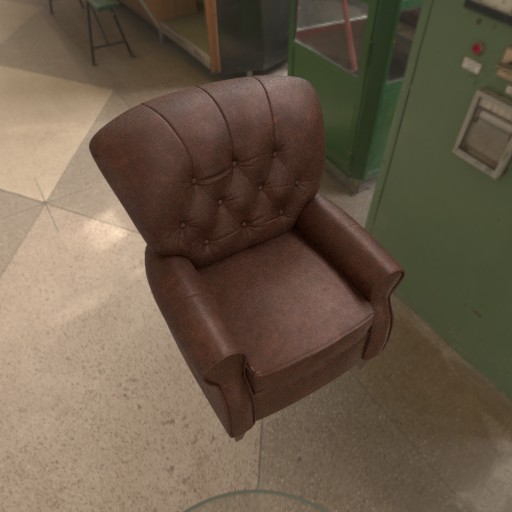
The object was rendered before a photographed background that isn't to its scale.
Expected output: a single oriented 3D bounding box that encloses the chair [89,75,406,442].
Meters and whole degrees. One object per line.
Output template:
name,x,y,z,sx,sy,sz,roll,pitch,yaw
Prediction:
chair,0.000,0.000,1.923,0.979,1.162,1.031,-23,51,-20
